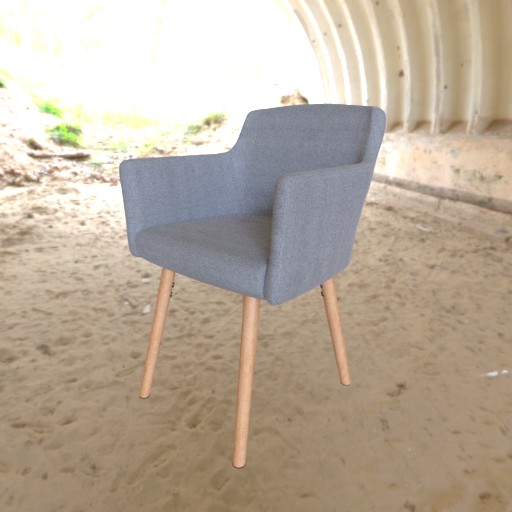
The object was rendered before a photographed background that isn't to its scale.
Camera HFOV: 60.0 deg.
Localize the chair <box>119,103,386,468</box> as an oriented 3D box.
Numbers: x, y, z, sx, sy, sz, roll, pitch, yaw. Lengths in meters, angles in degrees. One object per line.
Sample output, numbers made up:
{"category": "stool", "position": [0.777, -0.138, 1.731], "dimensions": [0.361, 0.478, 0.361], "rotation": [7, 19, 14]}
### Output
{"category": "chair", "position": [0.000, 0.000, 1.178], "dimensions": [0.570, 0.780, 0.540], "rotation": [15, 22, 41]}
